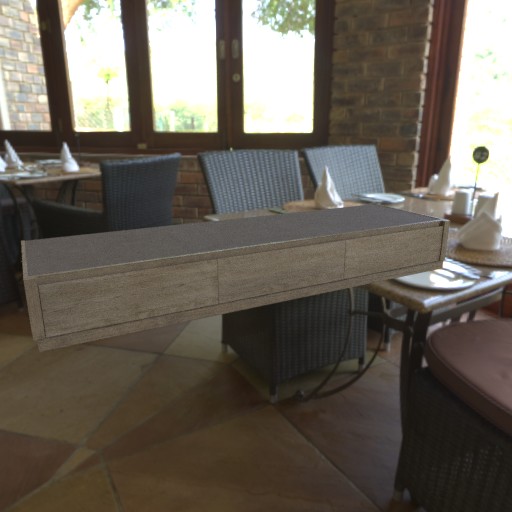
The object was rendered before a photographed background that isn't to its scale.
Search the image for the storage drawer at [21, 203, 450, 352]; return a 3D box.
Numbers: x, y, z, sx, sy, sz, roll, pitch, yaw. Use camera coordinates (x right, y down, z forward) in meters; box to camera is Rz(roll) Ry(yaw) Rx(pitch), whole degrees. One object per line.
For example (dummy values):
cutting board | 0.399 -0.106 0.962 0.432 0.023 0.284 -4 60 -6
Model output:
storage drawer | 0.000 0.000 2.239 2.072 0.274 0.591 -9 19 -26
